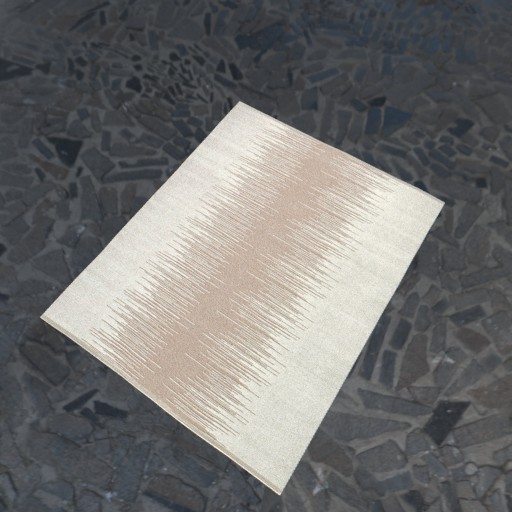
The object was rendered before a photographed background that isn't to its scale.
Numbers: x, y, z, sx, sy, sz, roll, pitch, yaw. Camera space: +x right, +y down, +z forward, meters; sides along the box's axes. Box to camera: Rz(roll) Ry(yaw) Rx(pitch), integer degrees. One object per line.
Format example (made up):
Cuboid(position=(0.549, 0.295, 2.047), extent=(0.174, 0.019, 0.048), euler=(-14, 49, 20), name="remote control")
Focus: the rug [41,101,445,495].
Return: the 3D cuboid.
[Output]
Cuboid(position=(0.000, 0.000, 4.079), extent=(2.438, 0.013, 3.048), euler=(31, 67, 14), name="rug")
